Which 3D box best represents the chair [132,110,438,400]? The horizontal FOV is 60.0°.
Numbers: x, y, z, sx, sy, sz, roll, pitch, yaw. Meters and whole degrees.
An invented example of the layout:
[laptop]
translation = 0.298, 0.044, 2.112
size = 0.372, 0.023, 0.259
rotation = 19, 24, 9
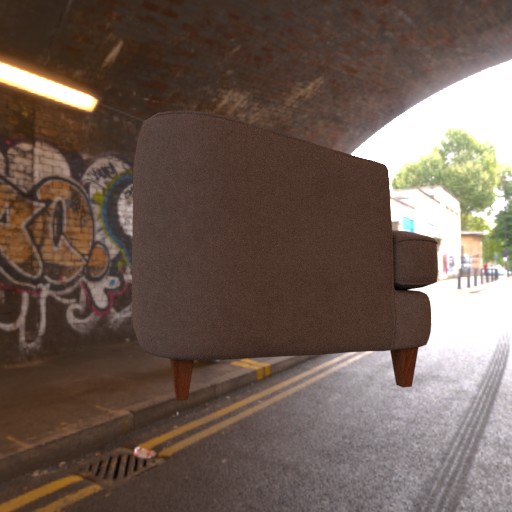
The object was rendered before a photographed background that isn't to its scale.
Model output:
[chair]
translation = 0.000, 0.000, 1.778
size = 0.941, 0.852, 1.104
rotation = 0, -1, -18
